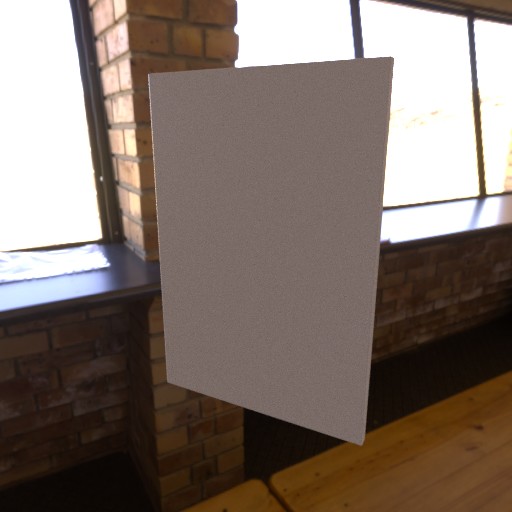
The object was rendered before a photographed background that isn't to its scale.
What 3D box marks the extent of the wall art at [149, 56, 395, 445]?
[{"bbox_3d":[0.000,0.000,1.493,0.808,1.183,0.038,8,18,27],"label":"wall art"}]
